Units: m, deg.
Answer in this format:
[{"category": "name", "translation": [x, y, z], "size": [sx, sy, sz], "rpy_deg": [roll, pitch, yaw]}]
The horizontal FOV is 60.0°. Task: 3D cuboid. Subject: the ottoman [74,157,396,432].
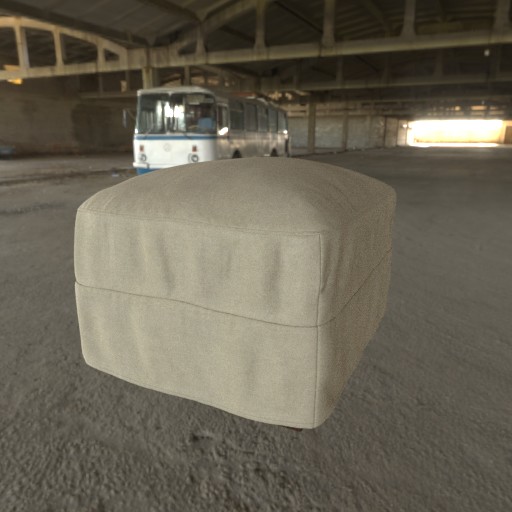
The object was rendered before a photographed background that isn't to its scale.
[{"category": "ottoman", "translation": [0.000, 0.000, 1.108], "size": [0.584, 0.480, 0.712], "rpy_deg": [7, 17, 25]}]
